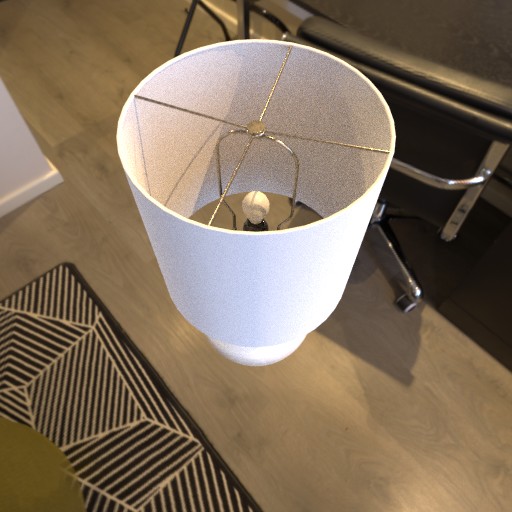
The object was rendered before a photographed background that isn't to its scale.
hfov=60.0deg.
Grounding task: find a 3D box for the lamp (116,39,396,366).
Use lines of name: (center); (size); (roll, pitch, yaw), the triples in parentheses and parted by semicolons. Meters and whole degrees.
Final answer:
lamp: (0.000, 0.000, 0.520); (0.217, 0.404, 0.217); (15, 60, 9)
